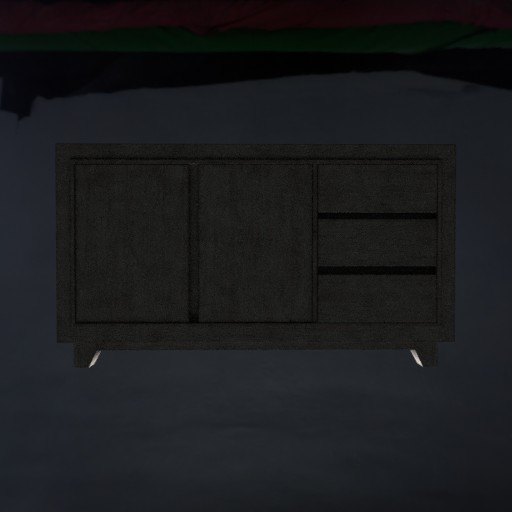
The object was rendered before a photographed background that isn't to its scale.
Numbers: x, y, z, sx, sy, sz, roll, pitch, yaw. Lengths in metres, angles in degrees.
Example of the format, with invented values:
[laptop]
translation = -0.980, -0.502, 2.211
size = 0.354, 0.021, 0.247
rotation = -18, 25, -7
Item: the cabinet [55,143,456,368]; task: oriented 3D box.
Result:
[cabinet]
translation = 0.000, 0.000, 1.869
size = 1.460, 0.825, 0.511
rotation = 0, 1, -1
